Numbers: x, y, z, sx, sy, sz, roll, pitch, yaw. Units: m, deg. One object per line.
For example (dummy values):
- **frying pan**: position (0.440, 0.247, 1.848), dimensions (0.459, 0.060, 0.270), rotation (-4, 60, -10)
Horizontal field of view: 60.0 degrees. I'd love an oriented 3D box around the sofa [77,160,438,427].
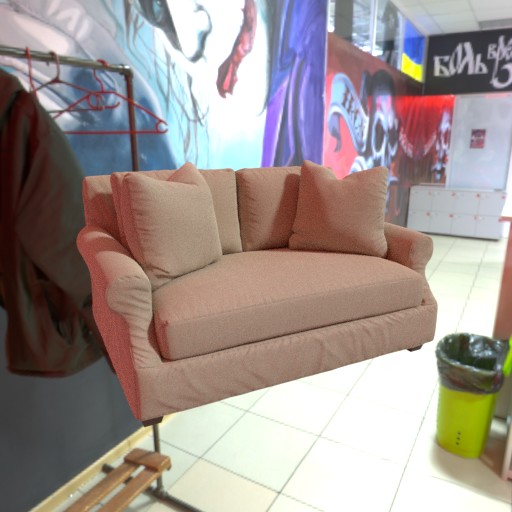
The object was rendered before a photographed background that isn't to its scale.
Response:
- **sofa**: position (0.000, 0.000, 2.169), dimensions (1.550, 0.905, 1.070), rotation (-7, 16, -26)
